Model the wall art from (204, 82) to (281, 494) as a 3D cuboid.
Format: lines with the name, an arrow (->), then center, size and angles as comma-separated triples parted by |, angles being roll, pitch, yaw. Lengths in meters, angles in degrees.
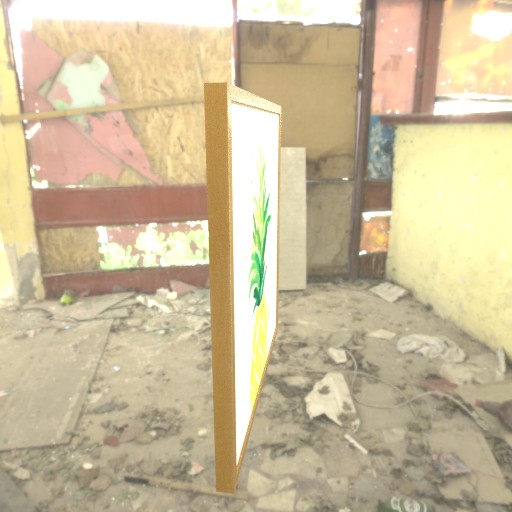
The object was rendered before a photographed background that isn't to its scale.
wall art -> 0.000, 0.000, 1.135 | 0.037, 0.760, 0.762 | 3, 16, 9
